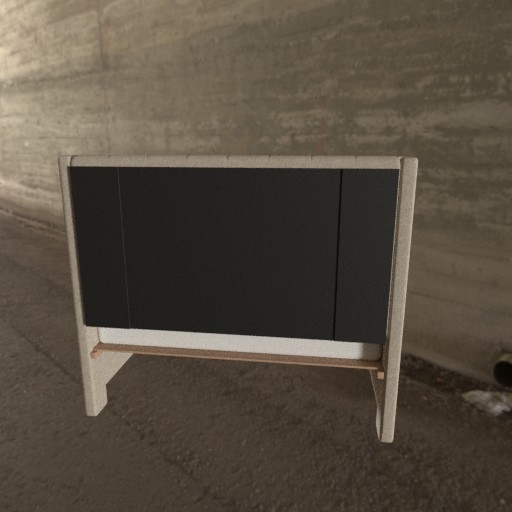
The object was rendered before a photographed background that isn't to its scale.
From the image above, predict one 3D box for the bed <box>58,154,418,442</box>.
[{"bbox_3d":[0.000,0.000,3.785,2.045,1.743,2.370,2,15,8],"label":"bed"}]
